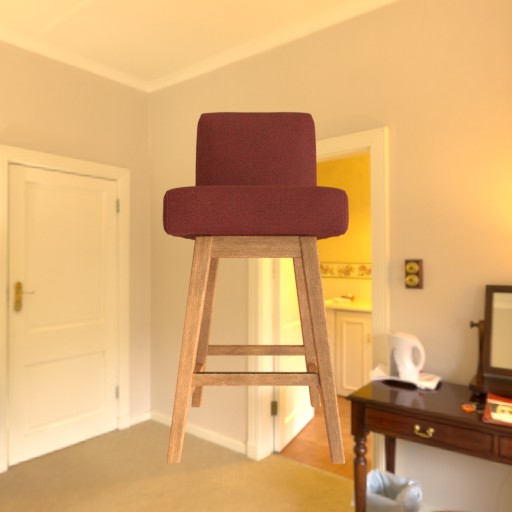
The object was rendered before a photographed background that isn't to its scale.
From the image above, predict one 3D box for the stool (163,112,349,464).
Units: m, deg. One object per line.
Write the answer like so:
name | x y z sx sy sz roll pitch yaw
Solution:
stool | 0.000 0.000 1.346 0.468 1.038 0.562 0 0 0
